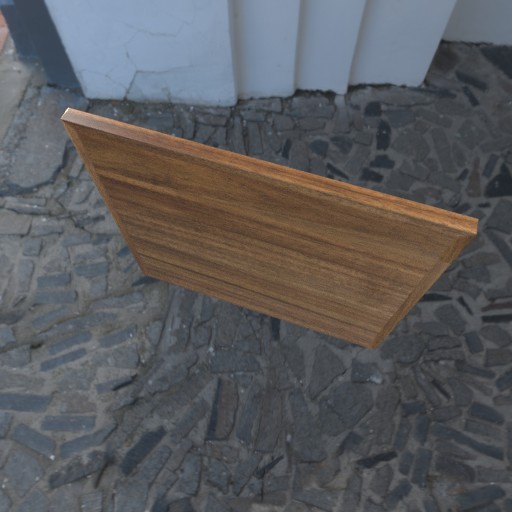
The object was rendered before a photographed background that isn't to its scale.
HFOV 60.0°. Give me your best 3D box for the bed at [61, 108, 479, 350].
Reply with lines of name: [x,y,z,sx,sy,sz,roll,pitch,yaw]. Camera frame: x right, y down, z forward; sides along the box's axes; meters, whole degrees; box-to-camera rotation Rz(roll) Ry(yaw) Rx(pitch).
bed: [0.000,0.000,1.477,1.041,0.940,0.043,17,64,9]
